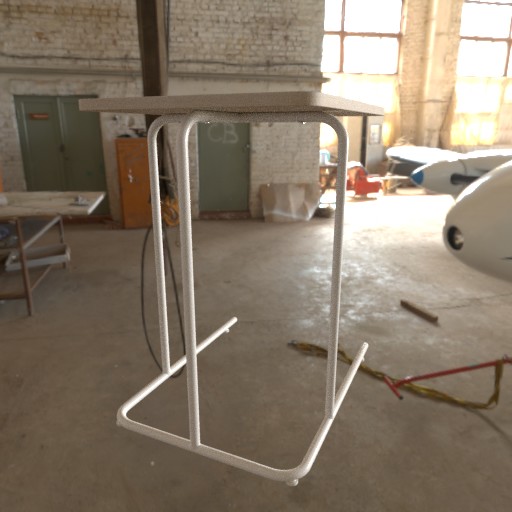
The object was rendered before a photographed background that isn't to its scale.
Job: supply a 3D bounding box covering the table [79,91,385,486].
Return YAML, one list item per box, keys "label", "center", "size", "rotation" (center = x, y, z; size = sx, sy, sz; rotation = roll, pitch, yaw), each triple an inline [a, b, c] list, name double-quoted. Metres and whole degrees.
- label: "table"
  center: [0.000, 0.000, 0.849]
  size: [0.370, 0.550, 0.480]
  rotation: [7, 18, 24]
